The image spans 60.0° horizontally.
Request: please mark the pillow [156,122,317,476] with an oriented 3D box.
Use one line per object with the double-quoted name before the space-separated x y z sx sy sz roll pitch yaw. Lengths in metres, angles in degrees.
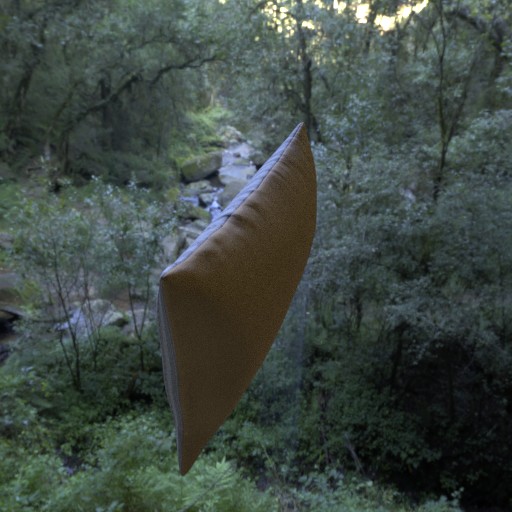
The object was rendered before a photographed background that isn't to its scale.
"pillow" 0.000 0.000 0.722 0.151 0.291 0.608 9 31 15
